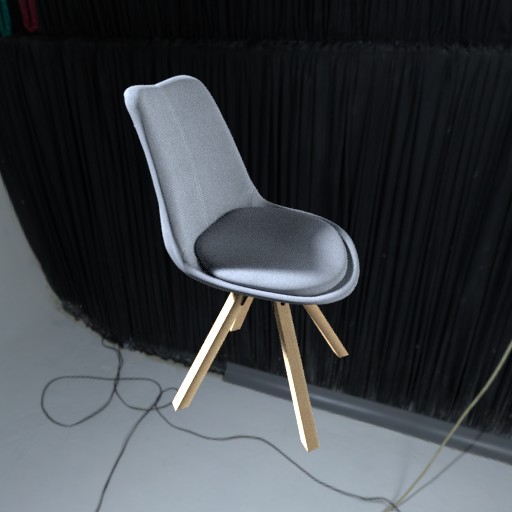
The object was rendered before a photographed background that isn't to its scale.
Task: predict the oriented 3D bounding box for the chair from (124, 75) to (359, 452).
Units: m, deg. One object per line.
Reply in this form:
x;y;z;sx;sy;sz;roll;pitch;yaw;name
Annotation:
0.000;0.000;1.196;0.549;0.863;0.474;11;30;19;chair
